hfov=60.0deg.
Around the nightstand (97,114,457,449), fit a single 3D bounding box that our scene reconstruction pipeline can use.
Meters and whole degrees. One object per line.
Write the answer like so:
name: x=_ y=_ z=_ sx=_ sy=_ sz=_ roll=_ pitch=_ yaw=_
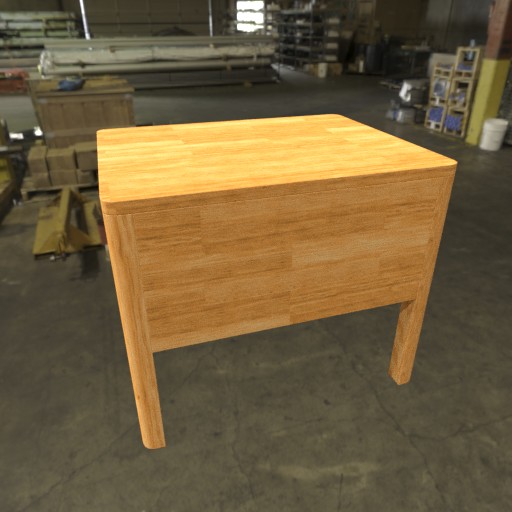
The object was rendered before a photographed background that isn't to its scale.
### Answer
nightstand: x=0.000 y=0.000 z=0.934 sx=0.560 sy=0.470 sz=0.440 roll=-9 pitch=30 yaw=-16
